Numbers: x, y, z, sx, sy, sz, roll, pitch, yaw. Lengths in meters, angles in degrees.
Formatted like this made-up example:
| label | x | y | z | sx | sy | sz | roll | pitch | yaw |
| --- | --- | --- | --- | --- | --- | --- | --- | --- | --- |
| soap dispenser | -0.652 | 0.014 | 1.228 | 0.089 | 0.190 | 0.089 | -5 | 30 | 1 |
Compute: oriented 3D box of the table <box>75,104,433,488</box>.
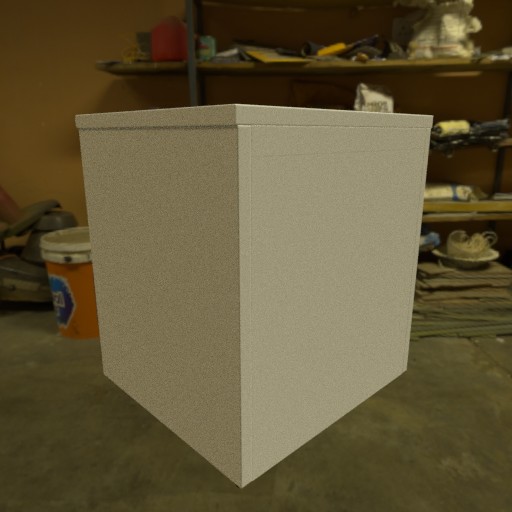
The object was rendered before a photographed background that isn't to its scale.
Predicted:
| label | x | y | z | sx | sy | sz | roll | pitch | yaw |
| --- | --- | --- | --- | --- | --- | --- | --- | --- | --- |
| table | 0.000 | 0.000 | 0.761 | 0.420 | 0.460 | 0.380 | -14 | 21 | -42 |
